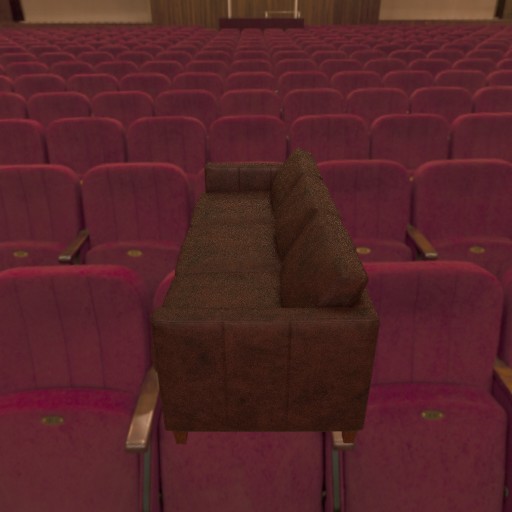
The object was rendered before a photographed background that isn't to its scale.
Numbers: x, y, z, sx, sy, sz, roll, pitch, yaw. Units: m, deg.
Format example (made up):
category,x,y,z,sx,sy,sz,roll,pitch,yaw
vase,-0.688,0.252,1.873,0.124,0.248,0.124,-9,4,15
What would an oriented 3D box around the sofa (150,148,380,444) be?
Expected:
category,x,y,z,sx,sy,sz,roll,pitch,yaw
sofa,0.000,0.000,3.073,1.045,1.006,2.464,0,27,0
